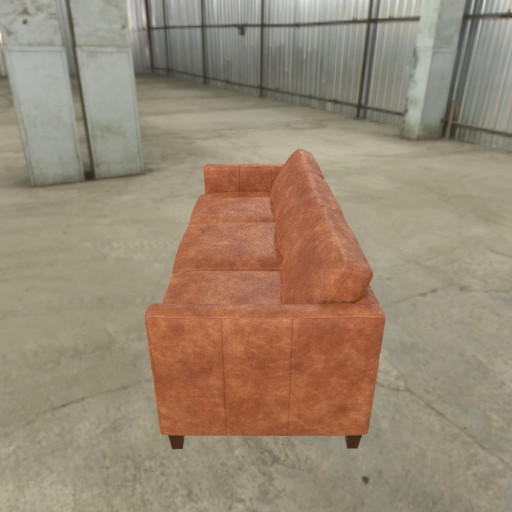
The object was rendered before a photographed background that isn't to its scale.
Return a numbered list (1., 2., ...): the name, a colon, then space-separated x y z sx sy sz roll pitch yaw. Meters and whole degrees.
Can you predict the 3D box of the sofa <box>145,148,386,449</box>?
1. sofa: 0.000 0.000 2.993 1.045 1.006 2.464 0 26 0
